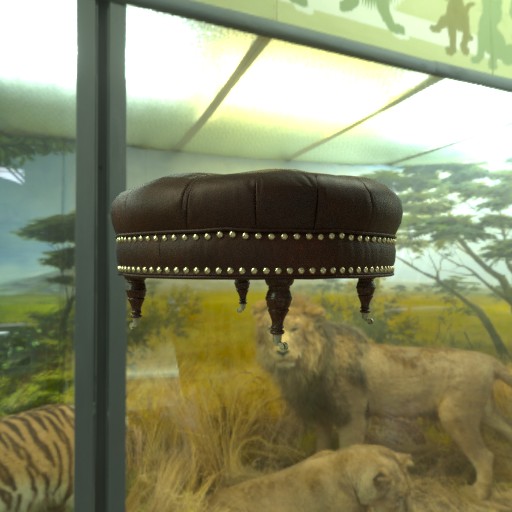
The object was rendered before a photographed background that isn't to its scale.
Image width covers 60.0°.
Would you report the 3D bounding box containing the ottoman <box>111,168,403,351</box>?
[{"bbox_3d":[0.000,0.000,1.421,0.901,0.455,0.901,0,-1,0],"label":"ottoman"}]
